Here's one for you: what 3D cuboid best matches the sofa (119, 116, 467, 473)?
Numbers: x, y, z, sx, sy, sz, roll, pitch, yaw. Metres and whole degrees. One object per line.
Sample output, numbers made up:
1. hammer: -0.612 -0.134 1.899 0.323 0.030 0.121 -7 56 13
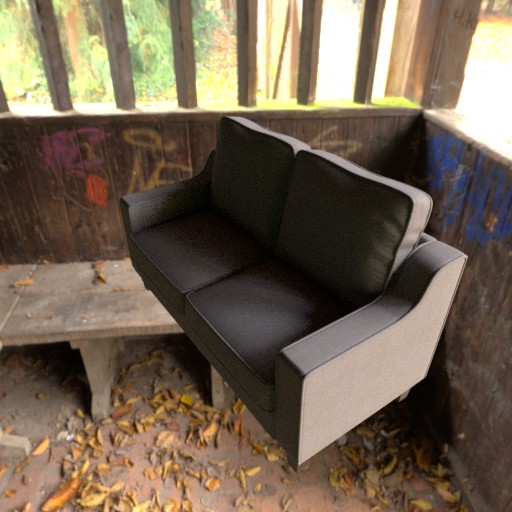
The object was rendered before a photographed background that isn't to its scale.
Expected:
1. sofa: 0.000 0.000 2.026 0.791 0.948 1.500 -21 38 -29
